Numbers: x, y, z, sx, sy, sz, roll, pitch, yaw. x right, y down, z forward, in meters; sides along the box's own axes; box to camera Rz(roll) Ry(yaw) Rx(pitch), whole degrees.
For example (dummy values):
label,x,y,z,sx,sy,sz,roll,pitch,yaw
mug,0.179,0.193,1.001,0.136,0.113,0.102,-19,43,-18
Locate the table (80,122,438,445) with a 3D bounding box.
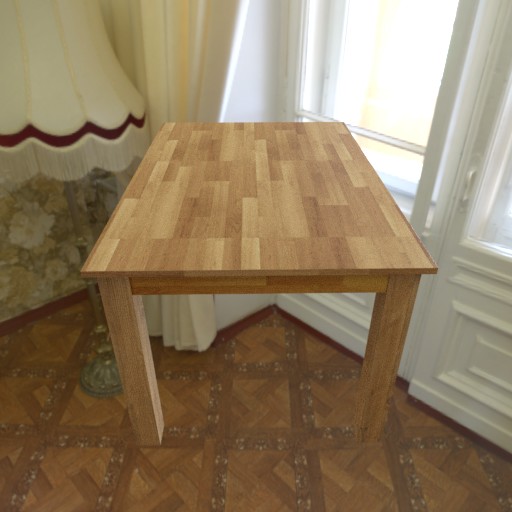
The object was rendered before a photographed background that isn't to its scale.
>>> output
label,x,y,z,sx,sy,sz,roll,pitch,yaw
table,0.000,0.000,1.863,0.900,0.750,1.300,-1,33,-1
